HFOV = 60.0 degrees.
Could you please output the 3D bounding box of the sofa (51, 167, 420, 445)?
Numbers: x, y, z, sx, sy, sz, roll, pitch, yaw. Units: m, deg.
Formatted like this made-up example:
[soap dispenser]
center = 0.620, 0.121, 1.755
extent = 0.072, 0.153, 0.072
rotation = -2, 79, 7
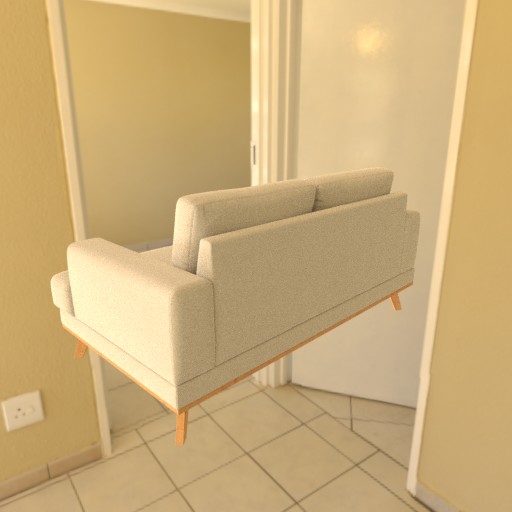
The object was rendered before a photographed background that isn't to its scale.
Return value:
[sofa]
center = 0.000, 0.000, 2.156
extent = 0.915, 0.810, 1.651
rotation = 17, 24, 42
